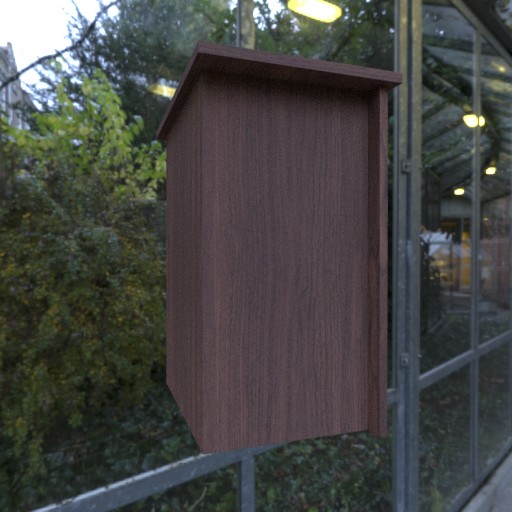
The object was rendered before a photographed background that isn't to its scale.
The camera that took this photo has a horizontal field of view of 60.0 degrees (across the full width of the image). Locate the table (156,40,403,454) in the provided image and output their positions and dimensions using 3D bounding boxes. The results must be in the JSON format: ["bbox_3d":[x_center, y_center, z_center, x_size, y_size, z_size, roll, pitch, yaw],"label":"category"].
[{"bbox_3d":[0.000,0.000,1.074,0.406,0.711,0.589,0,0,-19],"label":"table"}]
